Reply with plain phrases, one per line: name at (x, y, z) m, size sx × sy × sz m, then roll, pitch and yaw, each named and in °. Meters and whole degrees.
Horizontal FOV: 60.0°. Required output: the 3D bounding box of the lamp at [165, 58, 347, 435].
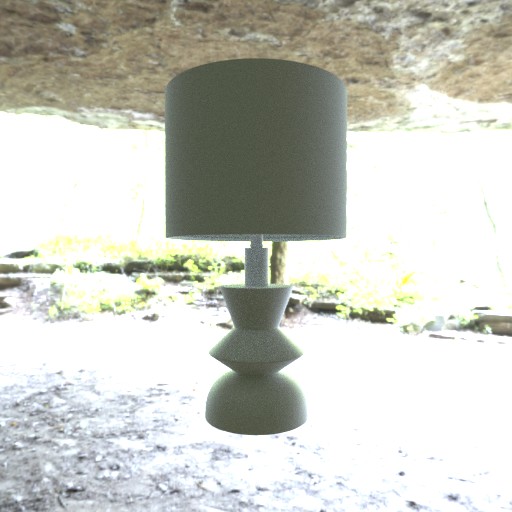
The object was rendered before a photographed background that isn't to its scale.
lamp at (0.000, 0.000, 0.746) m, size 0.301 × 0.533 × 0.301 m, roll 0°, pitch 0°, yaw -17°
